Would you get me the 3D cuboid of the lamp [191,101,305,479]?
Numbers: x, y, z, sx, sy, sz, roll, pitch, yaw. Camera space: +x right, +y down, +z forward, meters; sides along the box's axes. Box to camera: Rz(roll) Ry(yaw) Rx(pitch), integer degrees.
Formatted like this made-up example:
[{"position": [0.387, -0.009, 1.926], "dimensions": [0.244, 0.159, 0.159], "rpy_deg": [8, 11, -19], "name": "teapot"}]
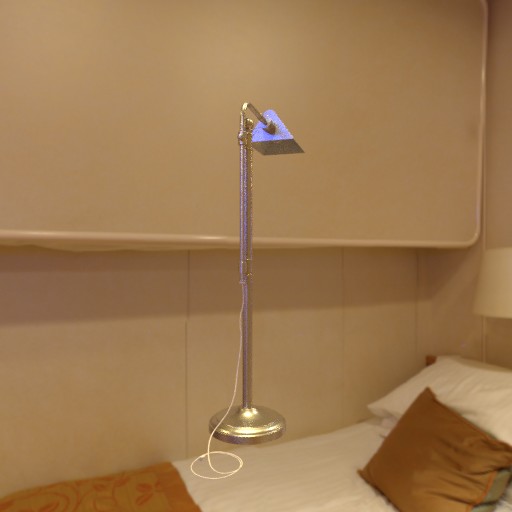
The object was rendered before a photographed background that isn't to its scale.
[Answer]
[{"position": [0.000, 0.000, 0.965], "dimensions": [0.159, 0.708, 0.546], "rpy_deg": [0, 0, 17], "name": "lamp"}]
